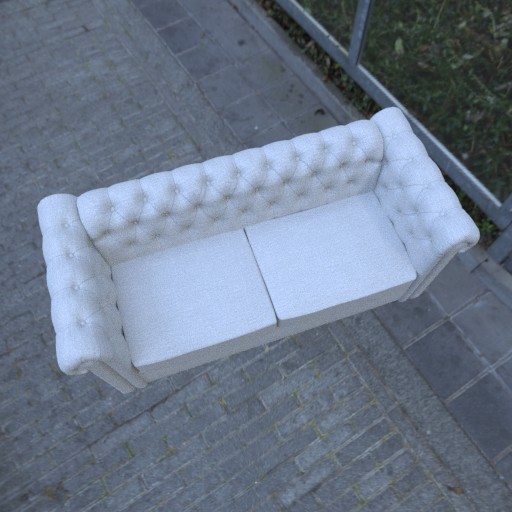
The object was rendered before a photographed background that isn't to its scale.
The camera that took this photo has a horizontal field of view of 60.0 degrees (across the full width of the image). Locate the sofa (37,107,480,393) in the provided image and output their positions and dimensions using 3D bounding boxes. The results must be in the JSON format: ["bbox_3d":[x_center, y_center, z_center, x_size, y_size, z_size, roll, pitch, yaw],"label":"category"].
[{"bbox_3d":[0.000,0.000,2.214,1.798,0.797,0.783,-17,64,-8],"label":"sofa"}]
